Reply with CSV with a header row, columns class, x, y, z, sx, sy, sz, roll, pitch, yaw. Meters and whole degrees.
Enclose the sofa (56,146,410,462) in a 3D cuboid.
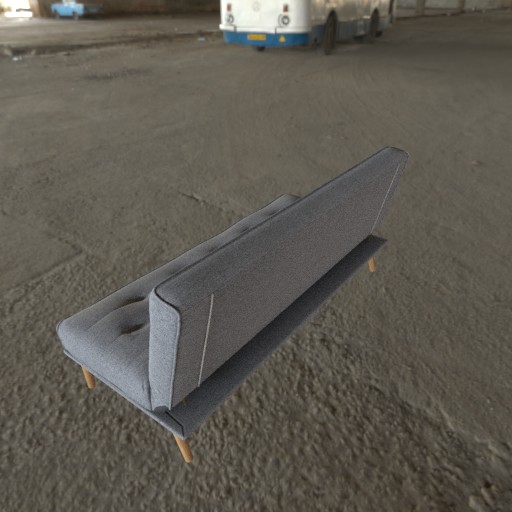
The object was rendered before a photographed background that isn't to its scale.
class,x,y,z,sx,sy,sz,roll,pitch,yaw
sofa,0.000,0.000,2.277,0.810,0.830,1.820,21,37,31
